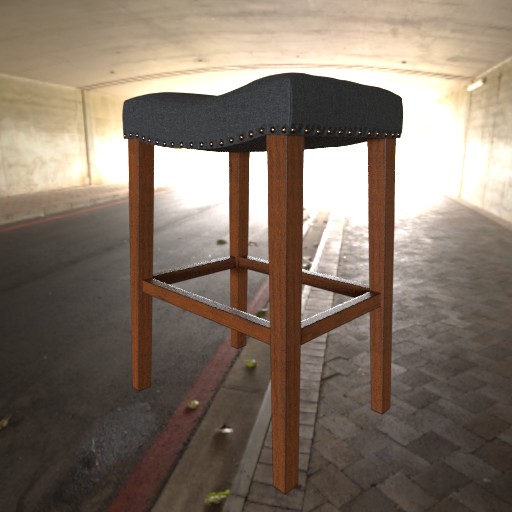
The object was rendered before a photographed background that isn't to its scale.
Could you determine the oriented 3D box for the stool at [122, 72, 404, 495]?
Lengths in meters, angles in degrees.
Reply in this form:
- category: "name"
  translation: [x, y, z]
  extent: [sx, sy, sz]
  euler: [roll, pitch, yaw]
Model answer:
- category: "stool"
  translation: [0.000, 0.000, 0.853]
  extent: [0.439, 0.612, 0.320]
  euler: [13, 19, 43]
